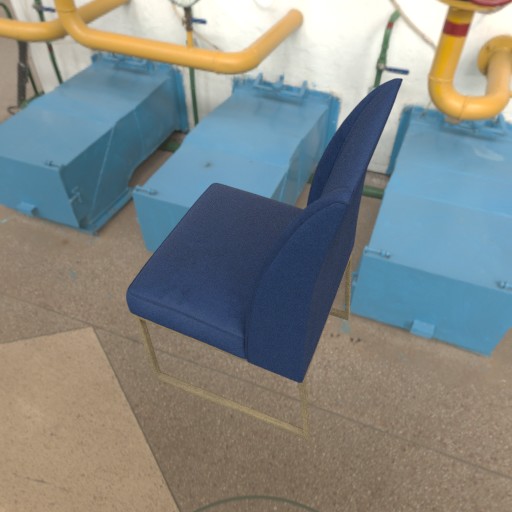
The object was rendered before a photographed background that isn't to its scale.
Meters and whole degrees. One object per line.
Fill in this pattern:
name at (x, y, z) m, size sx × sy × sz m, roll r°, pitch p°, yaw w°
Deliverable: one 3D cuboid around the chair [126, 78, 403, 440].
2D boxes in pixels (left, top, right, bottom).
chair at (0.000, 0.000, 1.183) m, size 0.522 × 0.863 × 0.508 m, roll 17°, pitch 48°, yaw 16°
